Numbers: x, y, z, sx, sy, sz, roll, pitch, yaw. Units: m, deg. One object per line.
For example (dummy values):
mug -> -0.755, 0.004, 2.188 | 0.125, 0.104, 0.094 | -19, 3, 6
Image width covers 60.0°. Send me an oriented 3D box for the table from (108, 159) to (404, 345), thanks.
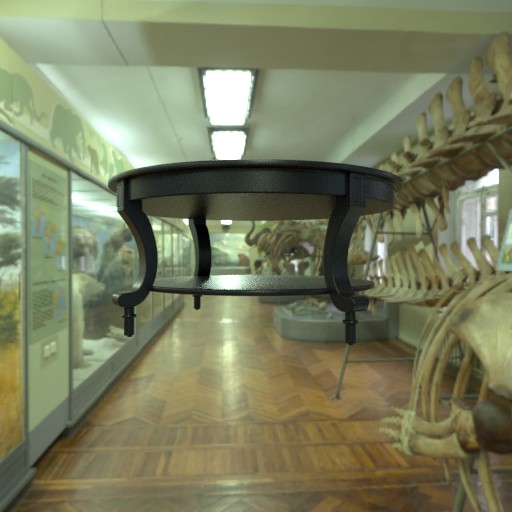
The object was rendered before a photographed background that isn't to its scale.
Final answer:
table -> 0.000, 0.000, 1.620 | 1.029, 0.491, 1.029 | 0, 0, 0
